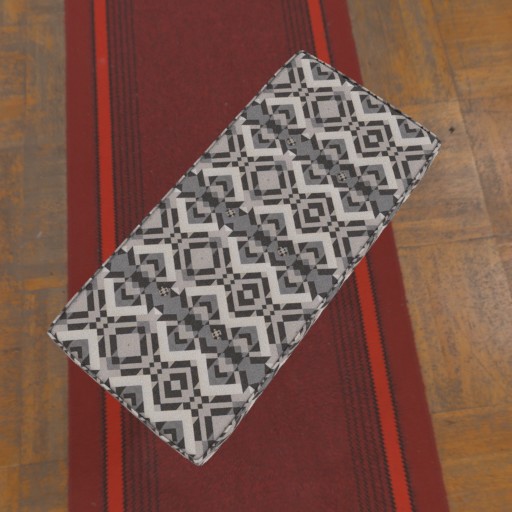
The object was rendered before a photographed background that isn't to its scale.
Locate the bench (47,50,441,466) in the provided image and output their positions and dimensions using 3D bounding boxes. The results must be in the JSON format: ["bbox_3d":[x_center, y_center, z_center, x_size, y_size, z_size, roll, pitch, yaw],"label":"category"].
[{"bbox_3d":[0.000,0.000,1.306,0.492,0.477,1.016,37,78,9],"label":"bench"}]
